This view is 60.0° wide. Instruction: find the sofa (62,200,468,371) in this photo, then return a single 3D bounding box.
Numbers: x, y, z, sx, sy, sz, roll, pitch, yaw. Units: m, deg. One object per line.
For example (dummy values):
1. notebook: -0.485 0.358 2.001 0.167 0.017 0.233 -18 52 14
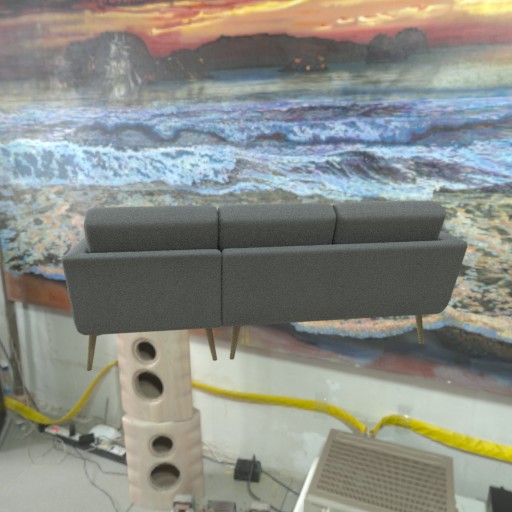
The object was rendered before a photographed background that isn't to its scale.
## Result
1. sofa: 0.000 0.000 2.891 2.040 0.860 1.530 -2 15 -8
